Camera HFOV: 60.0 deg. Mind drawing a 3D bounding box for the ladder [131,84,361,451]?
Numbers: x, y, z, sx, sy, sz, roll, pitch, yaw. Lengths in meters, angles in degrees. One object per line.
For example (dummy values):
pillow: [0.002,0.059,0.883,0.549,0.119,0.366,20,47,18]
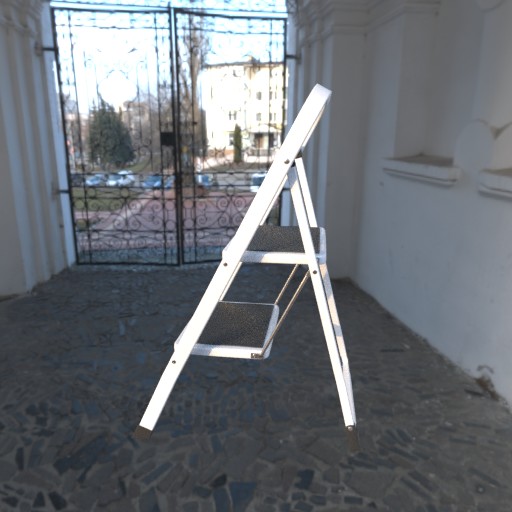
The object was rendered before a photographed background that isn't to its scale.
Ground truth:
ladder: [0.000,0.000,1.145,0.544,0.810,0.460,2,16,8]
